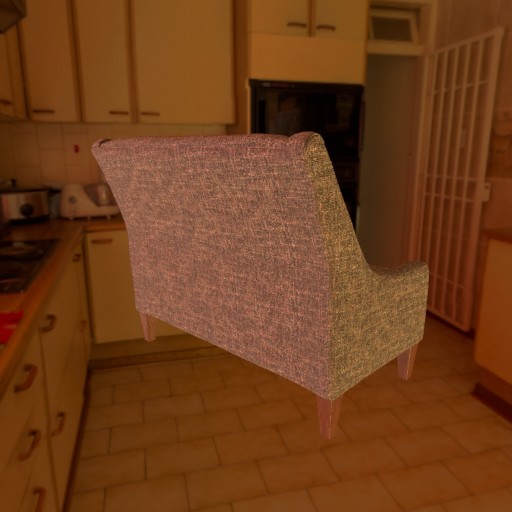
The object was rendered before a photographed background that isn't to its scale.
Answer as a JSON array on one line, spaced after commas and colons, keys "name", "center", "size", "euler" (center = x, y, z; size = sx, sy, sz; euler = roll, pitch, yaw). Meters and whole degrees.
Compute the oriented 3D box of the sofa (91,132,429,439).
[{"name": "sofa", "center": [0.000, 0.000, 1.964], "size": [1.242, 1.021, 0.870], "euler": [13, 19, 43]}]
